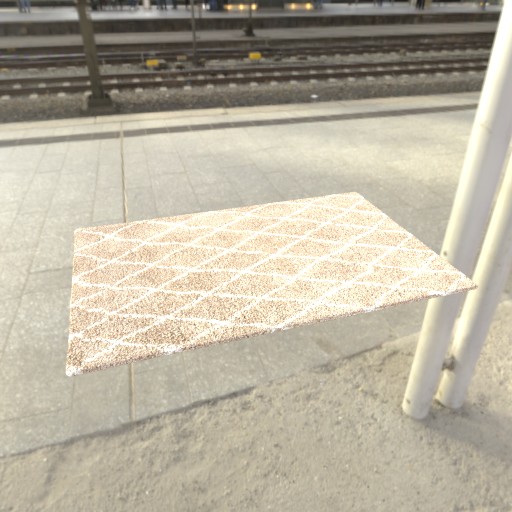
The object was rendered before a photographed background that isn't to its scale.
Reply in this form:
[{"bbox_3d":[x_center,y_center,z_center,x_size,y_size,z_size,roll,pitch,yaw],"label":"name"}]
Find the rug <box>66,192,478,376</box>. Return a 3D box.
[{"bbox_3d":[0.000,0.000,3.494,2.743,0.030,1.778,-9,32,-15],"label":"rug"}]
